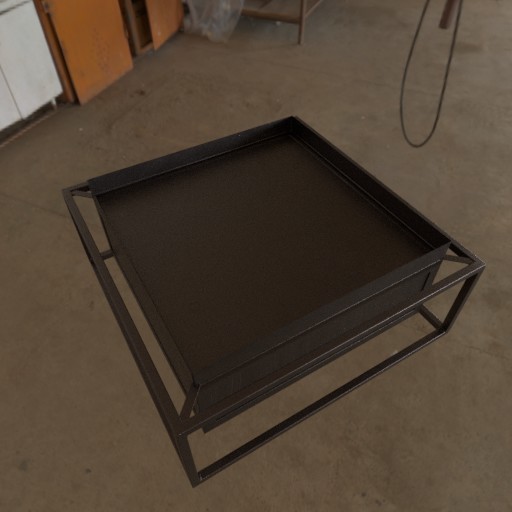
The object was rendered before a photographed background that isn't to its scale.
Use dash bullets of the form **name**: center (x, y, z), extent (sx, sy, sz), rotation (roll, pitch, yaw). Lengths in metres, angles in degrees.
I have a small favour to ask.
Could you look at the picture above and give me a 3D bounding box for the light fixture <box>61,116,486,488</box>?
- **light fixture**: center (0.000, 0.000, 0.680), extent (0.441, 0.191, 0.441), rotation (-23, 51, -20)
